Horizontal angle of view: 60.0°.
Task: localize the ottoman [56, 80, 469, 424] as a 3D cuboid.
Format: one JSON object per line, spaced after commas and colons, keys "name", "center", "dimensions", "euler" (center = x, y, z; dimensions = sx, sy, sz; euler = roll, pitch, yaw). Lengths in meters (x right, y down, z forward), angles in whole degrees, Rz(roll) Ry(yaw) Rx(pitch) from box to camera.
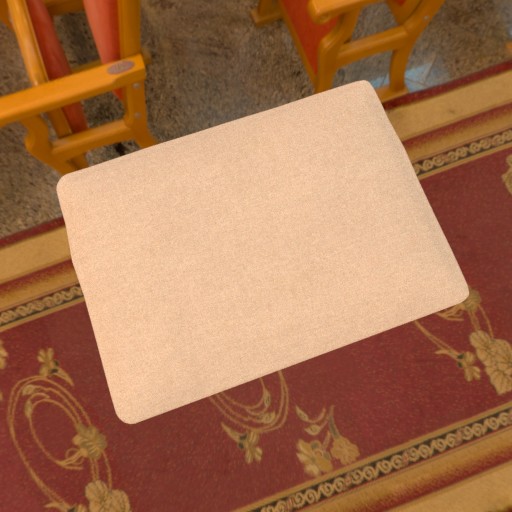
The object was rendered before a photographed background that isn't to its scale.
{"name": "ottoman", "center": [0.000, 0.000, 1.238], "dimensions": [0.846, 0.503, 0.617], "euler": [-19, 77, -5]}
